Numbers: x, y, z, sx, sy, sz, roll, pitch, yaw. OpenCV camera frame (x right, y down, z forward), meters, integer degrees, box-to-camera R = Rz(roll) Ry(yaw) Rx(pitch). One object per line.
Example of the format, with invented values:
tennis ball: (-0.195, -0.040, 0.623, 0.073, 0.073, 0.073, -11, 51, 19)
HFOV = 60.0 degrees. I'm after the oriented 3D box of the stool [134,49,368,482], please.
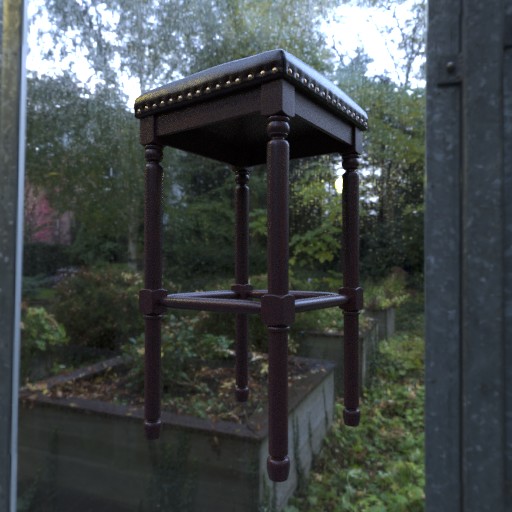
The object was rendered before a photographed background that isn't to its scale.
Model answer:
stool: (0.000, 0.000, 0.985, 0.382, 0.768, 0.383, -1, -2, 35)
